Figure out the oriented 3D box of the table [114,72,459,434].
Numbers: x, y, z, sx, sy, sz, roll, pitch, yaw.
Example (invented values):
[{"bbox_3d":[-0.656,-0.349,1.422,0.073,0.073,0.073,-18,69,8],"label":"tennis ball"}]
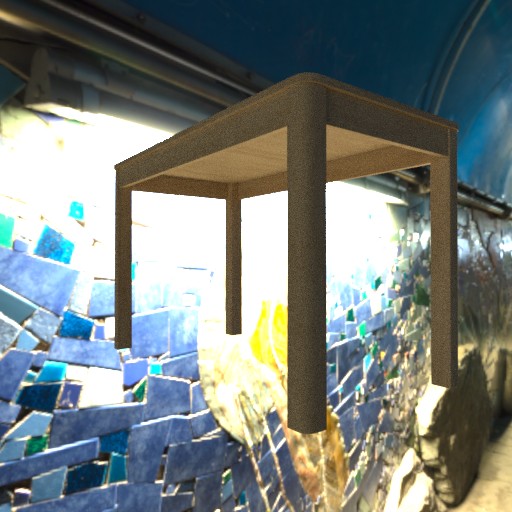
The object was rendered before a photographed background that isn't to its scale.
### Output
[{"bbox_3d":[0.000,0.000,1.863,0.750,0.900,1.400,0,-1,-37],"label":"table"}]
